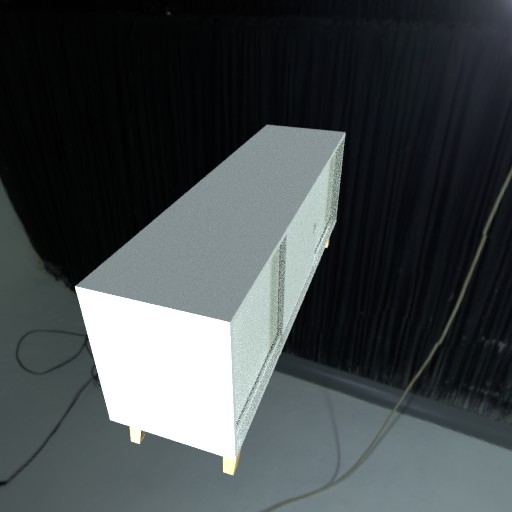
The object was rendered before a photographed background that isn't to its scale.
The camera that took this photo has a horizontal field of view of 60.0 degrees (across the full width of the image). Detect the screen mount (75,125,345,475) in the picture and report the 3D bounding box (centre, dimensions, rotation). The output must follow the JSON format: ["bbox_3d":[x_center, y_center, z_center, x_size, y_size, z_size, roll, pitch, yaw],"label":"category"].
[{"bbox_3d":[0.000,0.000,1.767,0.400,0.619,1.490,10,33,16],"label":"screen mount"}]
